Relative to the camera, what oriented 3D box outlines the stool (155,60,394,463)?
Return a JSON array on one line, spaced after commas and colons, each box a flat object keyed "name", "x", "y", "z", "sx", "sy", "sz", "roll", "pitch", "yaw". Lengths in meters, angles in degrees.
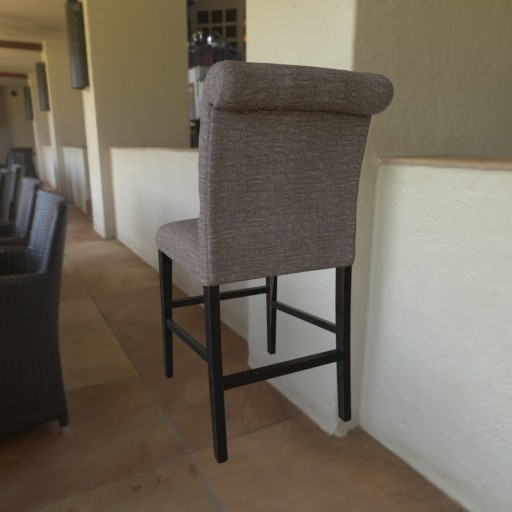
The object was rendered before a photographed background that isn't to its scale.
[{"name": "stool", "x": 0.000, "y": 0.000, "z": 1.308, "sx": 0.457, "sy": 0.970, "sz": 0.611, "roll": -7, "pitch": 16, "yaw": -25}]
